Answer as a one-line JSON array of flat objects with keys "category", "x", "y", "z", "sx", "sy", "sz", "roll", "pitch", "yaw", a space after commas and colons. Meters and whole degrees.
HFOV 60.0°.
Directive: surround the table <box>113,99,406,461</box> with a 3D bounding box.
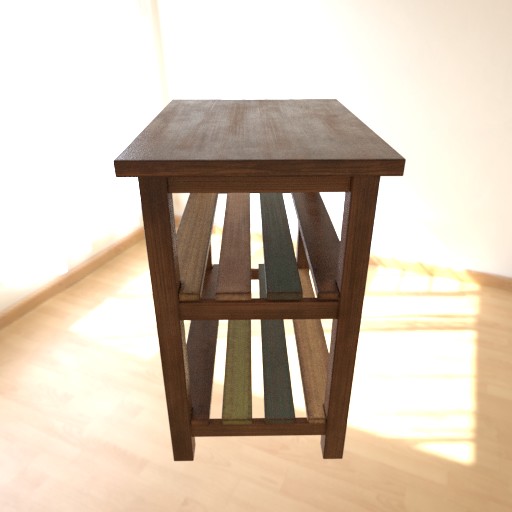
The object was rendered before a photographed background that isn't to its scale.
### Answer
[{"category": "table", "x": 0.000, "y": 0.000, "z": 0.942, "sx": 0.356, "sy": 0.584, "sz": 0.609, "roll": 0, "pitch": 28, "yaw": -1}]
